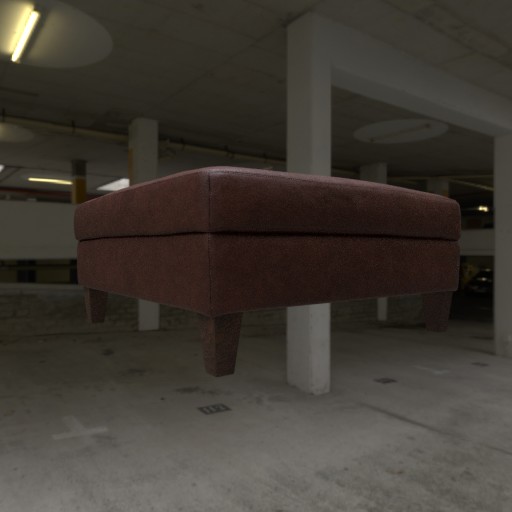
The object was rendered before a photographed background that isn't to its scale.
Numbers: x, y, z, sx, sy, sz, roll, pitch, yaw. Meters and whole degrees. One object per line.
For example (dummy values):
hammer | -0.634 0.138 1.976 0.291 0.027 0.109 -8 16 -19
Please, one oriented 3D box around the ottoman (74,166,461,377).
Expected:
ottoman | 0.000 0.000 1.305 0.836 0.415 0.844 0 1 -37
